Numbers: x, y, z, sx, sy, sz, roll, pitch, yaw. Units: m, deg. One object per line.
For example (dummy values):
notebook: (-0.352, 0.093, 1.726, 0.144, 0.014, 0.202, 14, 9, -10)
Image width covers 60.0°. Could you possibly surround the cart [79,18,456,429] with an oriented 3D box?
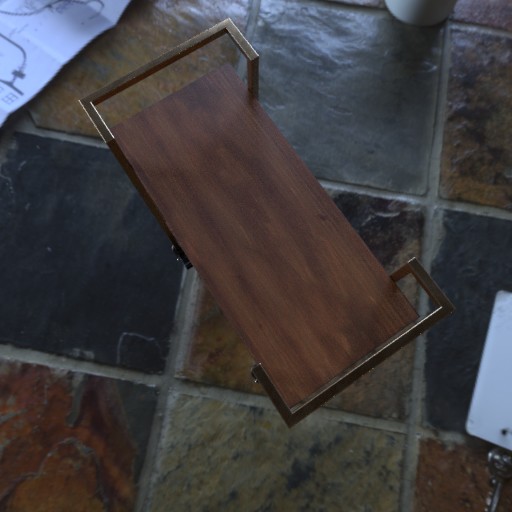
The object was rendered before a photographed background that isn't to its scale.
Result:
cart: (0.000, 0.000, 1.159, 0.364, 0.807, 0.695, -33, 78, -8)
